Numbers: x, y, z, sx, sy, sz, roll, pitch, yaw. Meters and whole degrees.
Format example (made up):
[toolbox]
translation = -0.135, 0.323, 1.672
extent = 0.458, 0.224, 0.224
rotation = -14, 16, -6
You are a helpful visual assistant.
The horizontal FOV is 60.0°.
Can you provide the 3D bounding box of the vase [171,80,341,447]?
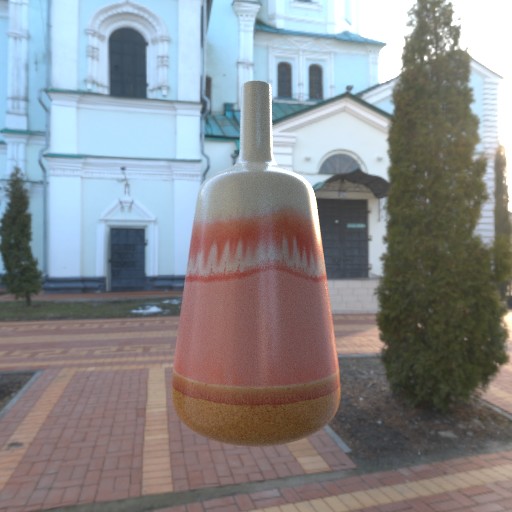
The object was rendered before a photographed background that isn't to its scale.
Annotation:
[vase]
translation = 0.000, 0.000, 0.387
extent = 0.144, 0.296, 0.144
rotation = 0, -1, 0
